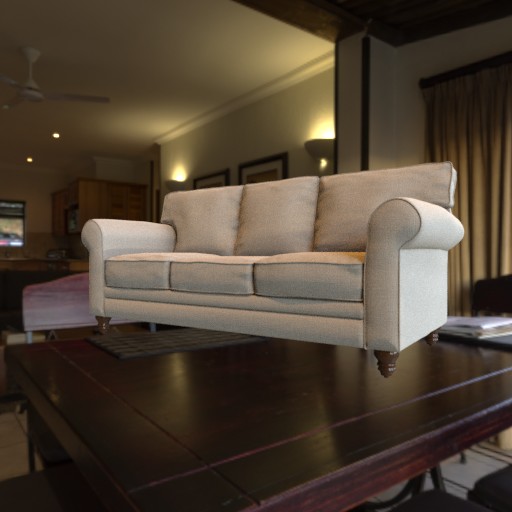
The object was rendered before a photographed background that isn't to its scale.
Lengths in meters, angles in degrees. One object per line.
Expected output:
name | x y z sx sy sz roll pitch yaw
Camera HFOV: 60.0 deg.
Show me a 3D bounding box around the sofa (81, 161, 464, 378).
sofa | 0.000 0.000 2.558 2.084 0.961 0.916 0 0 34
